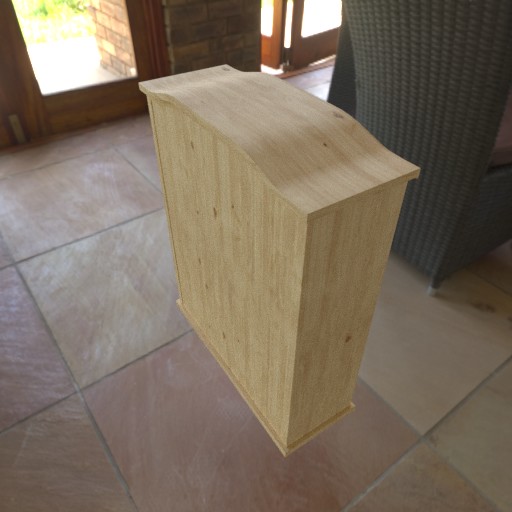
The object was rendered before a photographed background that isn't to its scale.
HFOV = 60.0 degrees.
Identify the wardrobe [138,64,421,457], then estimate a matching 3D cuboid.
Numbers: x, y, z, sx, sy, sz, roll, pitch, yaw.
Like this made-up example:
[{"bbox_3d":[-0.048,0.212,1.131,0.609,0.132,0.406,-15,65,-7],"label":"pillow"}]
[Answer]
[{"bbox_3d":[0.000,0.000,2.659,0.570,1.870,1.500,-23,46,-25],"label":"wardrobe"}]
